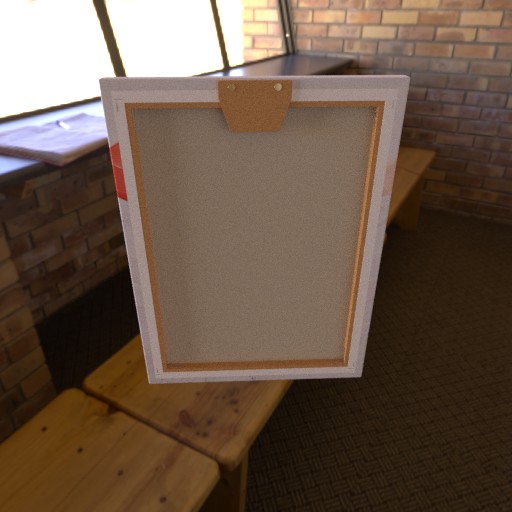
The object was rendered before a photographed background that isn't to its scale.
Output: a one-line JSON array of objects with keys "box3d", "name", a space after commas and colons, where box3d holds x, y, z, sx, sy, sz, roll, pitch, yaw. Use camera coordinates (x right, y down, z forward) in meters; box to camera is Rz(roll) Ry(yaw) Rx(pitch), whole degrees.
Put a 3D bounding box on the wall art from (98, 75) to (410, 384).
[{"box3d": [0.000, 0.000, 1.342, 0.759, 1.014, 0.045, -1, 30, -2], "name": "wall art"}]
